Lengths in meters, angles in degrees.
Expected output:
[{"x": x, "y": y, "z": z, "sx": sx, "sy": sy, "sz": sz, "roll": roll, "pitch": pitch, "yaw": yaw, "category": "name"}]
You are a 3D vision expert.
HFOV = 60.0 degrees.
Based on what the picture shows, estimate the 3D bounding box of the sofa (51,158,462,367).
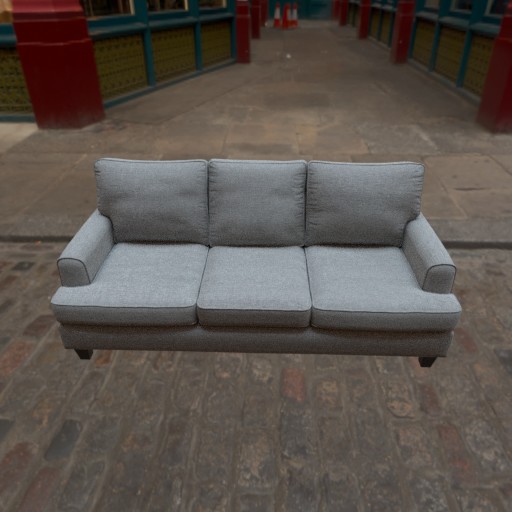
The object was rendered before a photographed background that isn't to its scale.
[{"x": 0.000, "y": 0.000, "z": 2.655, "sx": 2.158, "sy": 0.965, "sz": 0.951, "roll": 1, "pitch": 32, "yaw": 2, "category": "sofa"}]
